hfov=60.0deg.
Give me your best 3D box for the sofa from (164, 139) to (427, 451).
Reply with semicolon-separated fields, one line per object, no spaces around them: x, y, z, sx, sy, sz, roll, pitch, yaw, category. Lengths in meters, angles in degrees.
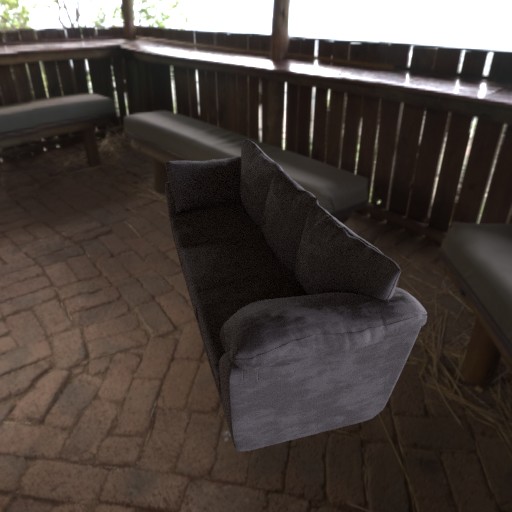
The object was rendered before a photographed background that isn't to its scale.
0.000;0.000;2.798;0.893;0.981;2.377;-8;31;-14;sofa
